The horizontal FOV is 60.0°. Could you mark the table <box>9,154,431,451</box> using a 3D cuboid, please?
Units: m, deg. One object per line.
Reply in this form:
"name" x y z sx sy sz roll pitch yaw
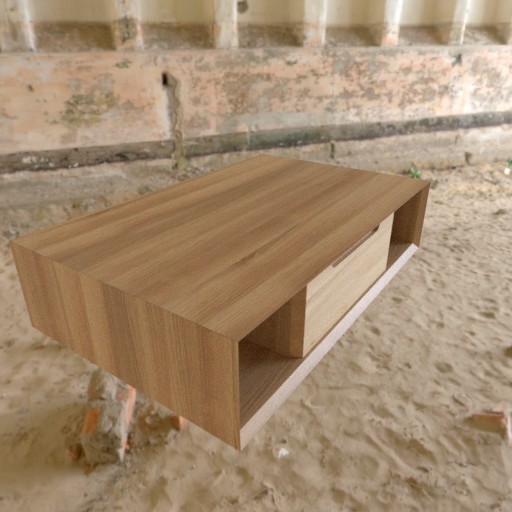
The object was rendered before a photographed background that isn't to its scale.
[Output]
"table" 0.000 0.000 1.376 0.700 0.330 1.100 17 31 31
